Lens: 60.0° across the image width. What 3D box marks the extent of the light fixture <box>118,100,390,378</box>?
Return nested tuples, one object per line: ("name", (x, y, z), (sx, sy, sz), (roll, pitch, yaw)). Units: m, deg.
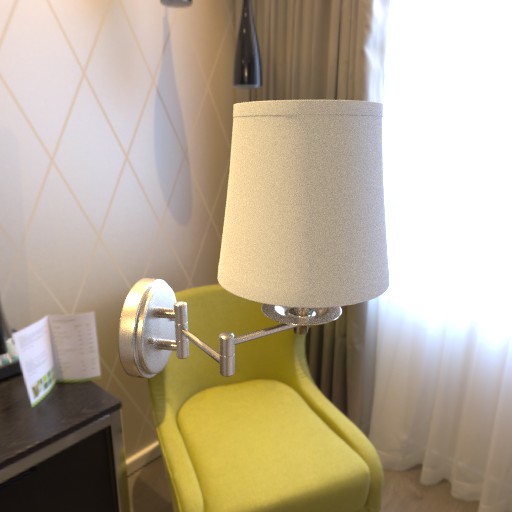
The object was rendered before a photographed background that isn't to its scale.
("light fixture", (0.000, 0.000, 0.592), (0.348, 0.381, 0.223), (3, 16, 11))
